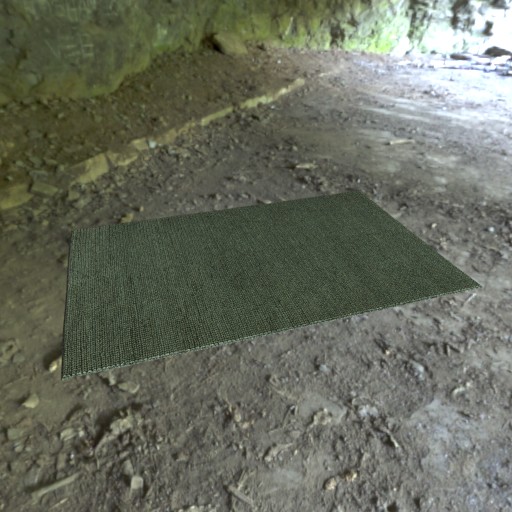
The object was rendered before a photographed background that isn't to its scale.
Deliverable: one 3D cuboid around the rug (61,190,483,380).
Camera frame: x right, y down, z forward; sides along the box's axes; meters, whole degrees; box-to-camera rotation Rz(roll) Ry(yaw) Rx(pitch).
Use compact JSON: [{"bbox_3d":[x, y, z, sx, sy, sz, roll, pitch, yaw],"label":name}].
[{"bbox_3d":[0.000,0.000,3.026,2.443,0.021,1.538,-10,33,-15],"label":"rug"}]
